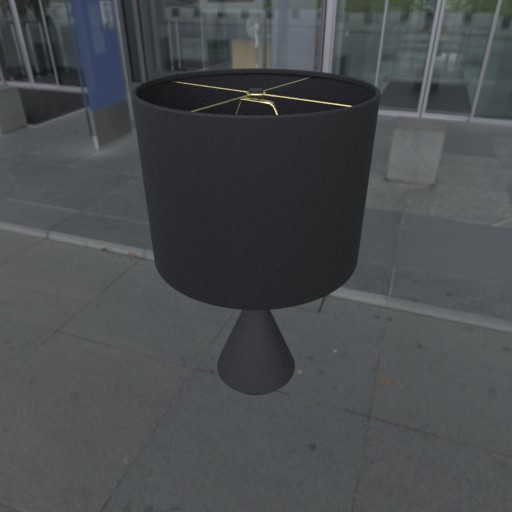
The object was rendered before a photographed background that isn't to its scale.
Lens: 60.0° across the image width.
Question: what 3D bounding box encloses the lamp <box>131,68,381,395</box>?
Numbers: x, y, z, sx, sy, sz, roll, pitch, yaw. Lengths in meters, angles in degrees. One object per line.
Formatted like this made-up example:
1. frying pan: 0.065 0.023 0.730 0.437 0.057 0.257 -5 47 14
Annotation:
1. lamp: 0.000 0.000 0.805 0.359 0.584 0.359 20 36 29
